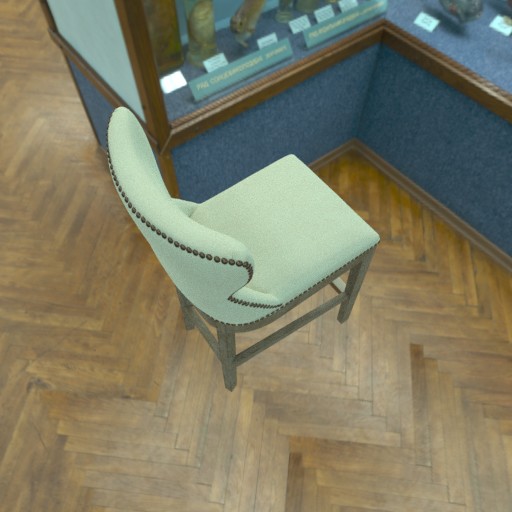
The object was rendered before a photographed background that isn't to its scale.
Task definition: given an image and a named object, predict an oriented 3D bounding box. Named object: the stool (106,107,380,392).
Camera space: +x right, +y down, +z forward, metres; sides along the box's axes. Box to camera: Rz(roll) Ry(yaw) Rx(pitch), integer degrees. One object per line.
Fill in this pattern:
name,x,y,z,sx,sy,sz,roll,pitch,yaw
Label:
stool,0.000,0.000,1.327,0.608,0.981,0.498,-31,63,-18
